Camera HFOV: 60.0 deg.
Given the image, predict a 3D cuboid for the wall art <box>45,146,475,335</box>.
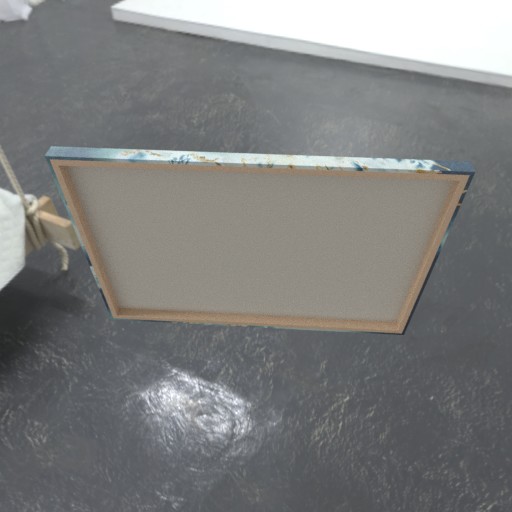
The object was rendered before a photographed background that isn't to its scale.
[{"bbox_3d":[0.000,0.000,1.171,0.912,0.608,0.038,3,47,2],"label":"wall art"}]
